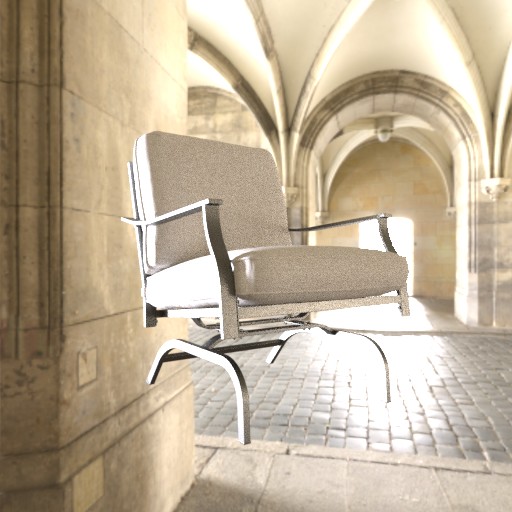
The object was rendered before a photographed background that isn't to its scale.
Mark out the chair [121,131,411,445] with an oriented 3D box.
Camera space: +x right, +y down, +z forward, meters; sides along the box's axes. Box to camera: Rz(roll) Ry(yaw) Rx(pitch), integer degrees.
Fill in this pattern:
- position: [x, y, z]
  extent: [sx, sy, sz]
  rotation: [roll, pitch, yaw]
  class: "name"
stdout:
- position: [0.000, 0.000, 1.422]
  extent: [0.650, 0.860, 0.787]
  rotation: [0, 0, -35]
  class: "chair"
